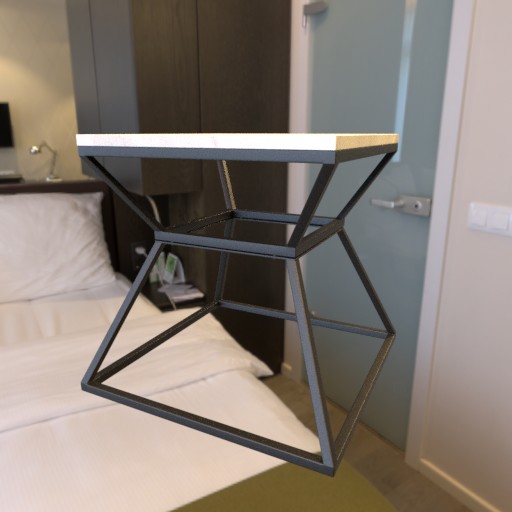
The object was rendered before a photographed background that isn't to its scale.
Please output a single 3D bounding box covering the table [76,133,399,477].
[{"bbox_3d":[0.000,0.000,0.813,0.455,0.431,0.455,8,17,26],"label":"table"}]
